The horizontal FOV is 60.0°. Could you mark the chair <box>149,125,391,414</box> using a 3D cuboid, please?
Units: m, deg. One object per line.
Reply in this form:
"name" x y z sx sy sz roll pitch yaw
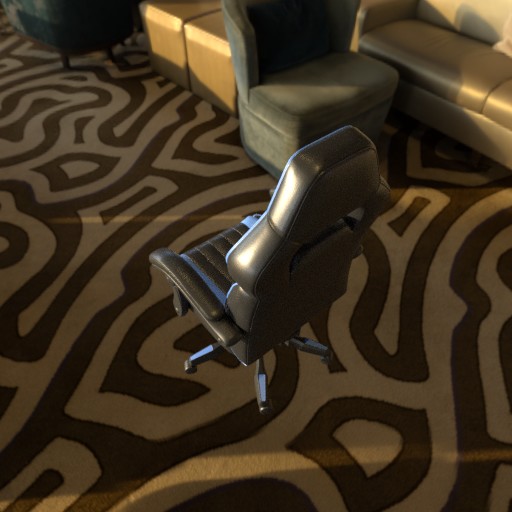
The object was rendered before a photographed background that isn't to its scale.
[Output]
"chair" 0.000 0.000 1.698 0.700 1.280 0.700 -32 54 -26
